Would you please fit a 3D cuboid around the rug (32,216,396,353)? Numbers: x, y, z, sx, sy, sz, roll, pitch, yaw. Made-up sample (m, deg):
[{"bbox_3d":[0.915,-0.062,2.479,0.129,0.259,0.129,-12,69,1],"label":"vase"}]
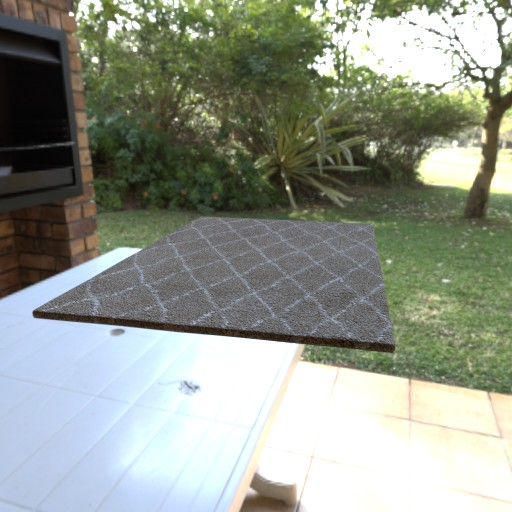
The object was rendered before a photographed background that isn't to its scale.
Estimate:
[{"bbox_3d":[0.000,0.000,2.249,1.219,0.030,1.778,3,16,12],"label":"rug"}]
